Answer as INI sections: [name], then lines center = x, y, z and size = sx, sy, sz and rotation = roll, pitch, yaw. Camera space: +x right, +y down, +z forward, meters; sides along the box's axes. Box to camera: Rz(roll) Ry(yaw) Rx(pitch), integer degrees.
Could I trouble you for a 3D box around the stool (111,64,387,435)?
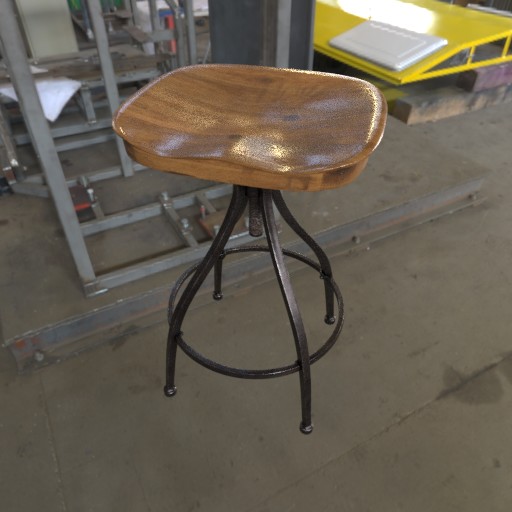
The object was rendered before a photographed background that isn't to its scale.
[stool]
center = 0.000, 0.000, 0.971
size = 0.432, 0.694, 0.424
rotation = 11, 42, 12
